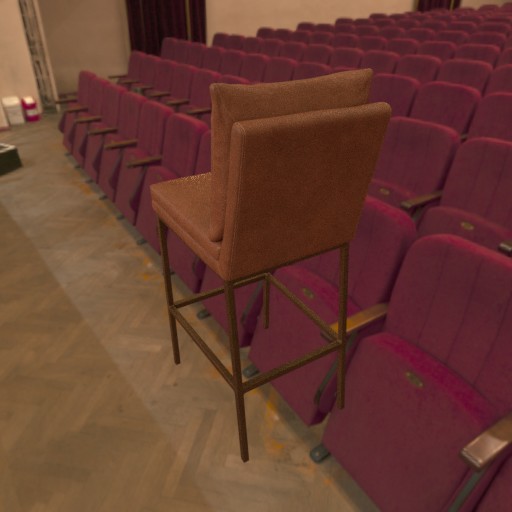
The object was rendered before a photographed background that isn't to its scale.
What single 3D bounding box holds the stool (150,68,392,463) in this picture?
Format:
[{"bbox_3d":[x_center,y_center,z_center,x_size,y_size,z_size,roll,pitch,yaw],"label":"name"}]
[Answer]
[{"bbox_3d":[0.000,0.000,1.413,0.463,1.124,0.571,-17,34,-27],"label":"stool"}]
